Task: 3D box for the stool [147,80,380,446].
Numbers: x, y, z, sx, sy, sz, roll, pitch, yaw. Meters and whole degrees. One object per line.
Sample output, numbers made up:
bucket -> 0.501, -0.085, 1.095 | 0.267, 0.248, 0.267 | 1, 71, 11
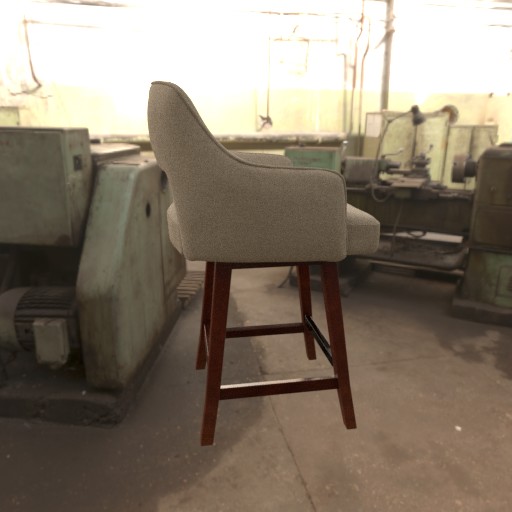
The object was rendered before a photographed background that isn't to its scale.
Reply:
stool -> 0.000, 0.000, 1.292 | 0.560, 0.936, 0.550 | -3, 17, -9
